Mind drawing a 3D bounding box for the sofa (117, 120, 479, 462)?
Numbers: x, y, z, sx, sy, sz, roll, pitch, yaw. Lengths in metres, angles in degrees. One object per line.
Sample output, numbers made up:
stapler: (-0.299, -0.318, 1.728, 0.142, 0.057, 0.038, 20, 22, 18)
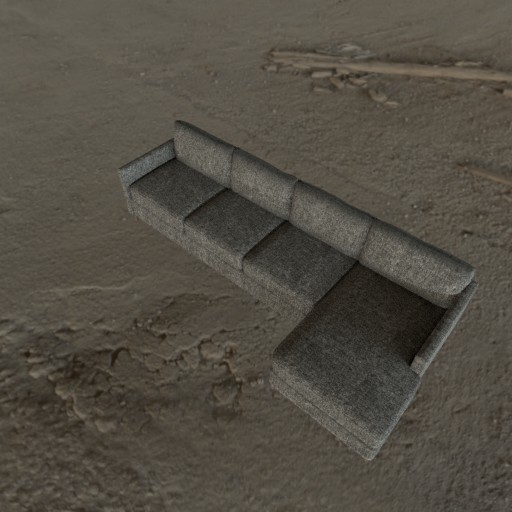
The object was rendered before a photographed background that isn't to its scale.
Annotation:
sofa: (0.000, 0.000, 3.967, 3.384, 0.970, 1.488, 32, 55, 26)
